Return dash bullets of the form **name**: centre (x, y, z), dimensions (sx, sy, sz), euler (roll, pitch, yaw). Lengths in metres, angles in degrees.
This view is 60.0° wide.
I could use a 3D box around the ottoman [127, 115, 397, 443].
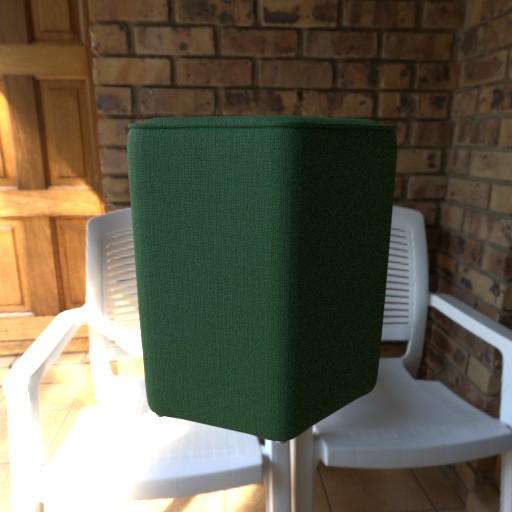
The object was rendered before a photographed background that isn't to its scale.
- **ottoman**: centre (0.000, 0.000, 0.868), dimensions (0.444, 0.507, 0.499), euler (-3, 15, -11)
